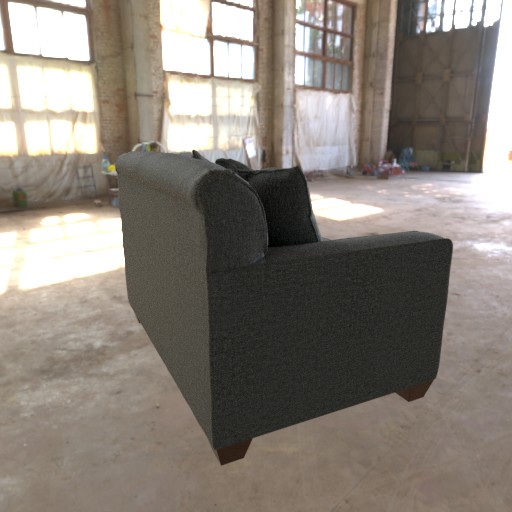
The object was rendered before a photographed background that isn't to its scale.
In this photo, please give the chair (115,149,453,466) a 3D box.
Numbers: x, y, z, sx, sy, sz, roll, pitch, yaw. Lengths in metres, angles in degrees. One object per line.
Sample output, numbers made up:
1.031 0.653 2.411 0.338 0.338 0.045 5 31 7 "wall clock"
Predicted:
0.000 0.000 2.033 1.000 0.948 1.383 -7 17 -25 "chair"
